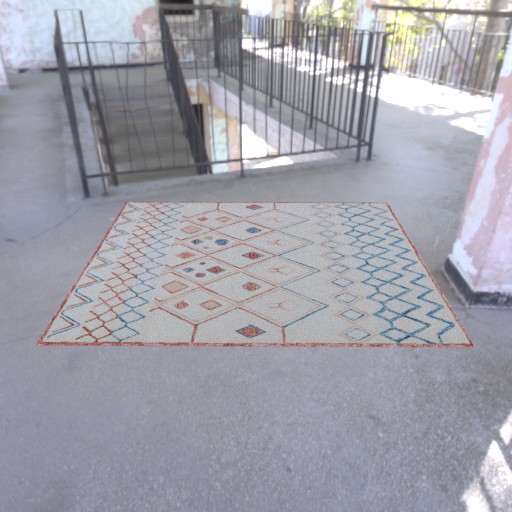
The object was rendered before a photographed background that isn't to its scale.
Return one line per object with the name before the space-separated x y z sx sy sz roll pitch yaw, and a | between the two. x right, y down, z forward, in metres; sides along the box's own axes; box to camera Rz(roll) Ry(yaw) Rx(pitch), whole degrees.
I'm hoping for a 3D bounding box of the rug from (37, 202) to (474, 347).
rug | 0.000 0.000 4.126 3.050 0.016 2.441 0 31 0
